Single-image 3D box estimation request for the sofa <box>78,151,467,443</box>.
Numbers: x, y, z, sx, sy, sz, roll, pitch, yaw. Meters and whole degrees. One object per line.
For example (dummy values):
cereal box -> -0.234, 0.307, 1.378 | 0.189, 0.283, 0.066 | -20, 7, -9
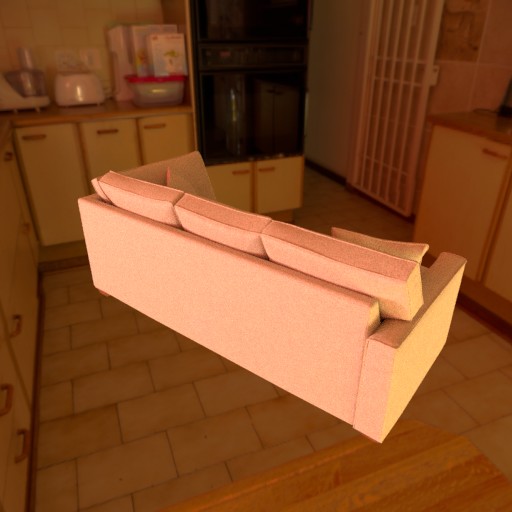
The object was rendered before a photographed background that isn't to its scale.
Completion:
sofa -> 0.000, 0.000, 2.887 | 2.317, 0.962, 1.061 | 20, 33, 33
